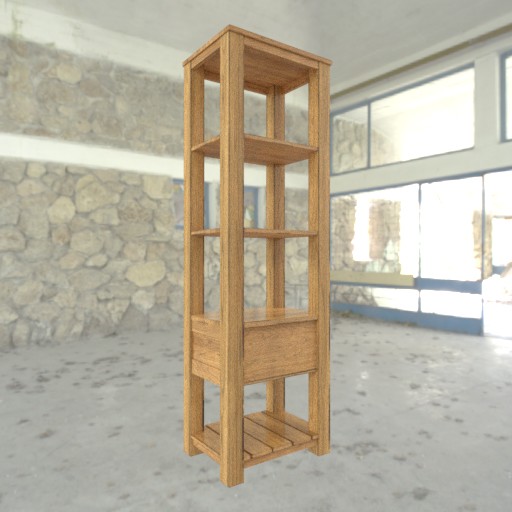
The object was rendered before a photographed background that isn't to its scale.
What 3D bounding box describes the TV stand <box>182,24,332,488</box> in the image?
[{"bbox_3d":[0.000,0.000,2.079,0.565,1.828,0.435,0,0,-35],"label":"TV stand"}]
